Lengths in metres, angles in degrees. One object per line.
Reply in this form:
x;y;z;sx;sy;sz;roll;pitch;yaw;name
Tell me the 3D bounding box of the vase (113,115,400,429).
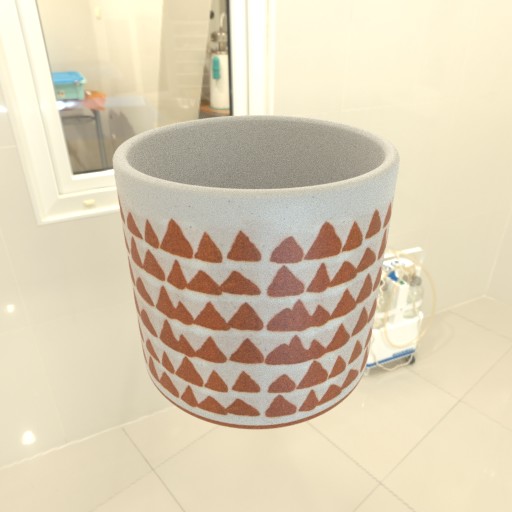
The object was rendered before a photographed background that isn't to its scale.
0.000;0.000;0.249;0.137;0.127;0.137;0;29;0;vase
